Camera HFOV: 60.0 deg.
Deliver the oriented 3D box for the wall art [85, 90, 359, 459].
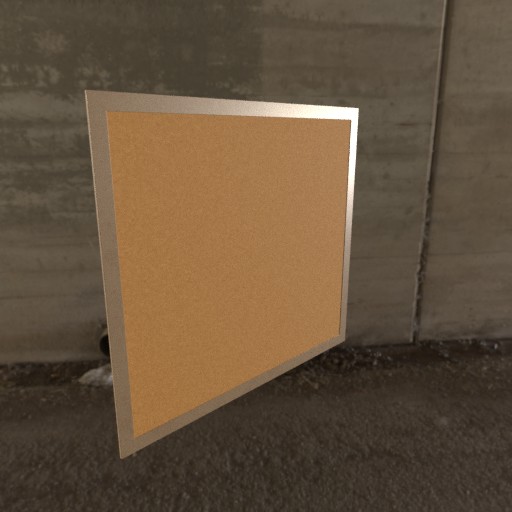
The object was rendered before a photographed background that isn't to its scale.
[{"bbox_3d":[0.000,0.000,1.618,1.168,1.067,0.025,-14,21,-42],"label":"wall art"}]
